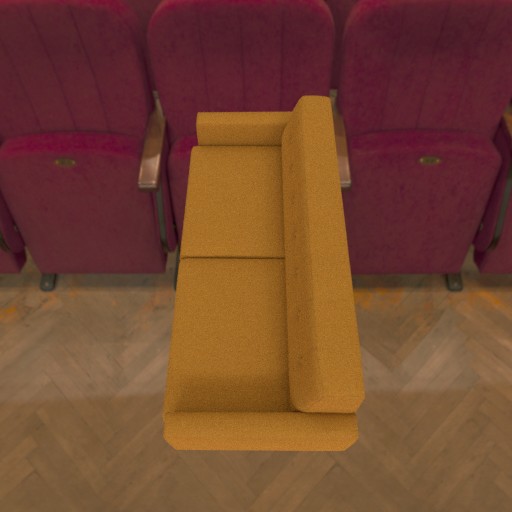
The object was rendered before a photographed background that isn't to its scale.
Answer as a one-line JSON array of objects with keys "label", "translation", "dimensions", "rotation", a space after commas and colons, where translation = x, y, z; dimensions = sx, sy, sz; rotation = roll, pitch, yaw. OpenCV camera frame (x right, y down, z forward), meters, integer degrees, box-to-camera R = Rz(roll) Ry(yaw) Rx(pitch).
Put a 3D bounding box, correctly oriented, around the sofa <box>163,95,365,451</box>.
[{"label": "sofa", "translation": [0.000, 0.000, 2.558], "dimensions": [0.909, 0.841, 2.029], "rotation": [0, 59, 0]}]
